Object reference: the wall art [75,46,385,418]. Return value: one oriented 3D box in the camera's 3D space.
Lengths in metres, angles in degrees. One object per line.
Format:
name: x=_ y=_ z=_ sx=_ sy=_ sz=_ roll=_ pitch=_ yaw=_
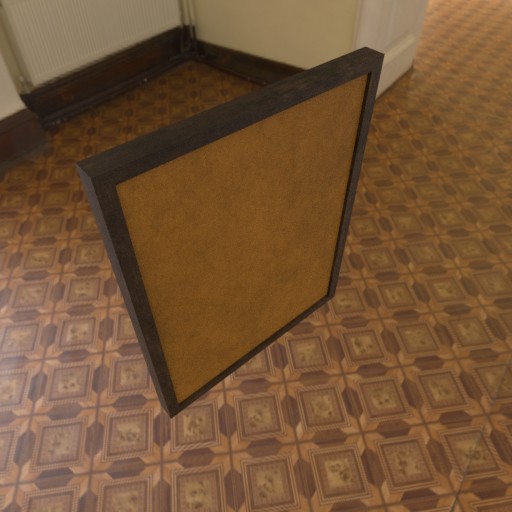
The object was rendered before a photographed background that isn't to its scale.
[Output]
wall art: x=0.000 y=0.000 z=0.541 sx=0.329 sy=0.406 sz=0.027 roll=-32 pitch=54 yaw=-26
